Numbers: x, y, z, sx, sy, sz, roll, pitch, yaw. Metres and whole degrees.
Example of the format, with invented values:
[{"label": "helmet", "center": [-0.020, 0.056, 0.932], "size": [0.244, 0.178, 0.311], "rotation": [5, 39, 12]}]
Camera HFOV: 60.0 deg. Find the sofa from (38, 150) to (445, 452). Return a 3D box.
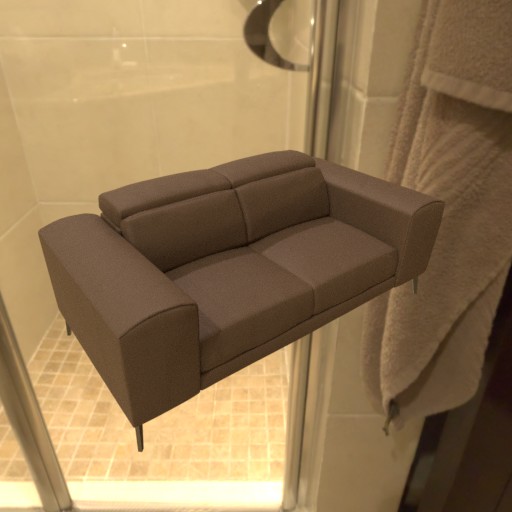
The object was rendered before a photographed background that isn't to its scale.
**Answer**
[{"label": "sofa", "center": [0.000, 0.000, 2.370], "size": [1.895, 0.779, 1.003], "rotation": [-21, 36, -32]}]
